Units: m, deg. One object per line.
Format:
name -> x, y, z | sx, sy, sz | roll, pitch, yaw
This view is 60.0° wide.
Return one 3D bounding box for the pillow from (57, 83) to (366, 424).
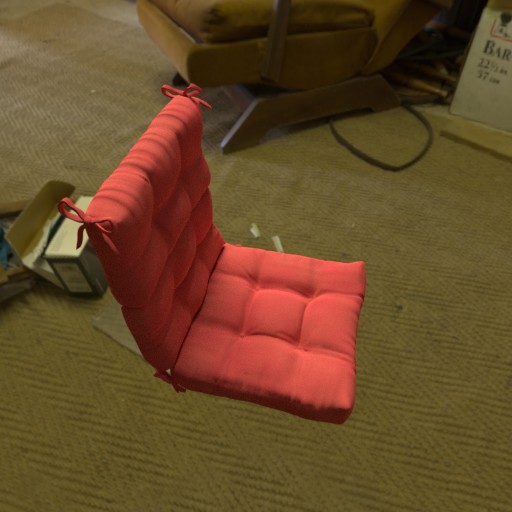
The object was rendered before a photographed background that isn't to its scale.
pillow -> 0.000, 0.000, 1.047 | 0.571, 0.605, 0.519 | 10, 47, 9
